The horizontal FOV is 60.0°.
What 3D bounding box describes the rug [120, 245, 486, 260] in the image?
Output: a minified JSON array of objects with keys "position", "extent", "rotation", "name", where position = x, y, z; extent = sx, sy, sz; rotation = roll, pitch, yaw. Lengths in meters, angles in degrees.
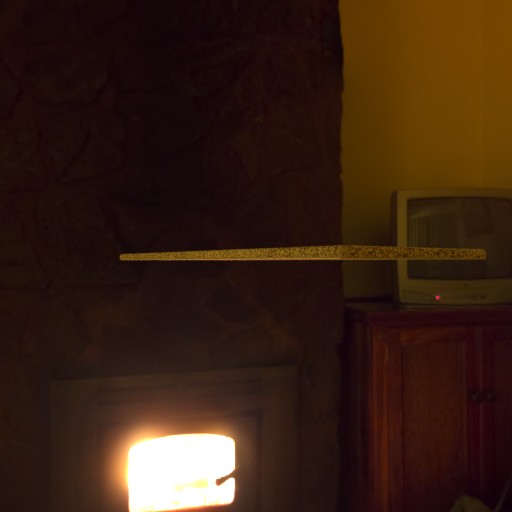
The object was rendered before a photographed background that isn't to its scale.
[{"position":[0.000,0.000,1.757],"extent":[0.609,0.030,1.524],"rotation":[0,-1,-35],"name":"rug"}]
